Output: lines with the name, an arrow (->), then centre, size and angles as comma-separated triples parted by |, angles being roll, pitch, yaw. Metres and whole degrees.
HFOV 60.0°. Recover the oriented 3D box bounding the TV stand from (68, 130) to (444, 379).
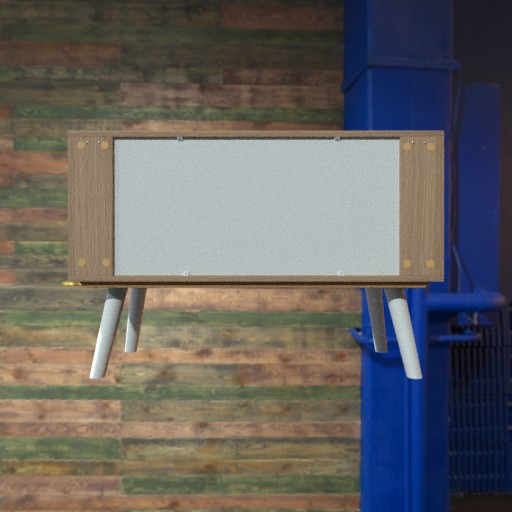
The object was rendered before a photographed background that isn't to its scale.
TV stand -> 0.000, 0.000, 1.370 | 0.991, 0.660, 0.407 | 0, 0, 0
